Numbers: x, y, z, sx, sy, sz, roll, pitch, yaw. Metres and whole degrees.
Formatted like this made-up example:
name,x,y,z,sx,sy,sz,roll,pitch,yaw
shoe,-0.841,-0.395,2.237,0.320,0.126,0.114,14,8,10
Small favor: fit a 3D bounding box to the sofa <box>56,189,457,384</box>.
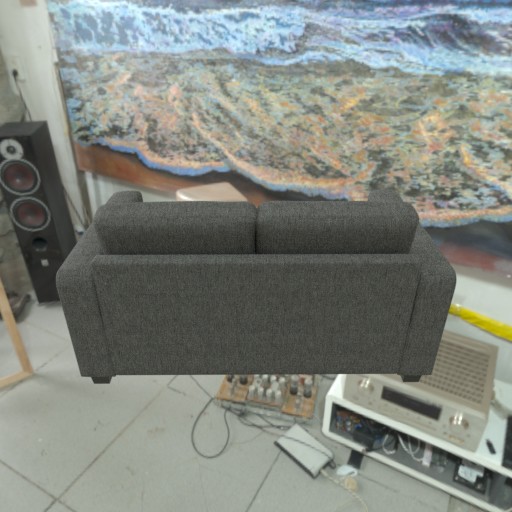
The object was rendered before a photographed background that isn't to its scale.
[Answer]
name,x,y,z,sx,sy,sz,roll,pitch,yaw
sofa,0.000,0.000,2.093,1.520,0.800,0.900,0,30,0
